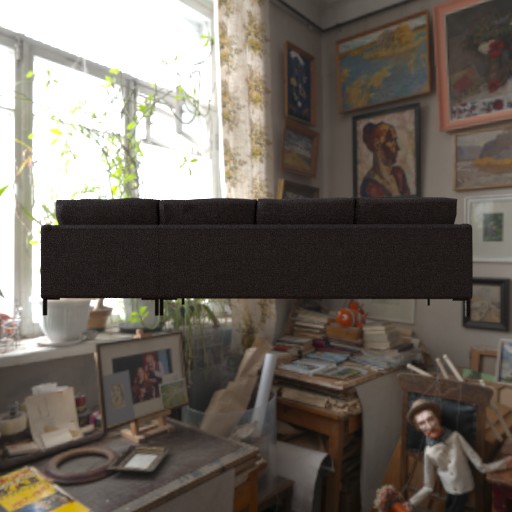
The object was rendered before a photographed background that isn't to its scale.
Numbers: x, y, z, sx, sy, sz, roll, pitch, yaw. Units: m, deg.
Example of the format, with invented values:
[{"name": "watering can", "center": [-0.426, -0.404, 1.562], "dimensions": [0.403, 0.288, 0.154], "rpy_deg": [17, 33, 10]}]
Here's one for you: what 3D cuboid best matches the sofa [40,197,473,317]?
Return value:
[{"name": "sofa", "center": [0.000, 0.000, 3.953], "dimensions": [3.221, 0.892, 1.483], "rpy_deg": [0, 0, 1]}]
